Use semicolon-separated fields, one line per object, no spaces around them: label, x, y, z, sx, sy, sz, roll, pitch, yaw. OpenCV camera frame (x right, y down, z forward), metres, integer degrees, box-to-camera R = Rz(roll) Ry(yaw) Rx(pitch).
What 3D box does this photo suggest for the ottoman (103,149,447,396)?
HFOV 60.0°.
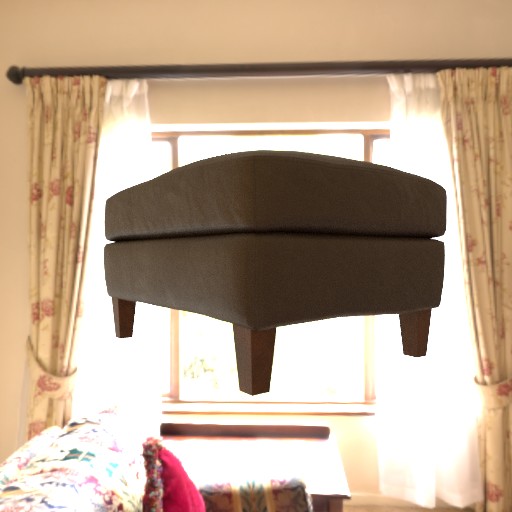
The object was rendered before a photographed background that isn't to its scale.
ottoman;0.000;0.000;1.309;0.659;0.529;0.887;0;0;-37
